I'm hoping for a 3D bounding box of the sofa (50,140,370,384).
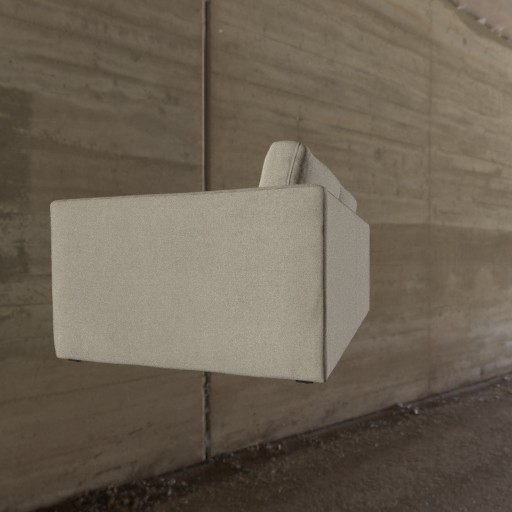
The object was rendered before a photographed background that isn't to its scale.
[{"bbox_3d":[0.000,0.000,2.456,1.091,0.839,1.905,0,0,18],"label":"sofa"}]
